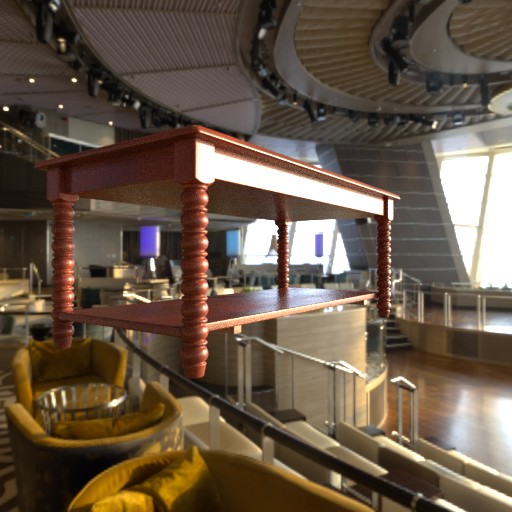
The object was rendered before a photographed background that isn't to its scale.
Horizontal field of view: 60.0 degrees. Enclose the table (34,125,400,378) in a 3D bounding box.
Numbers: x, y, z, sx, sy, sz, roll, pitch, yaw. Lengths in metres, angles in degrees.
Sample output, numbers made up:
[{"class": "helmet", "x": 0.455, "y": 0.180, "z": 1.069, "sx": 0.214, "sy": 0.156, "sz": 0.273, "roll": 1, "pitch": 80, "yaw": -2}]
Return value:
[{"class": "table", "x": 0.000, "y": 0.000, "z": 1.450, "sx": 0.580, "sy": 0.485, "sz": 1.171, "roll": 0, "pitch": 0, "yaw": 36}]
